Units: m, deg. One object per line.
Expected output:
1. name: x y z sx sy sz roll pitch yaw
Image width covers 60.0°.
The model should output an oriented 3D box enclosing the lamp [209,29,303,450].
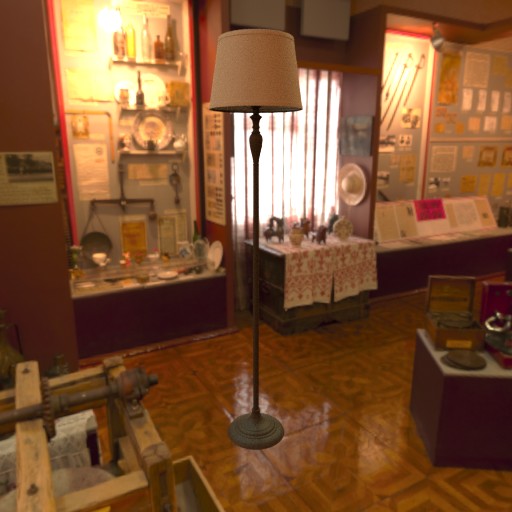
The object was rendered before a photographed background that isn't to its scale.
1. lamp: 0.000 0.000 1.671 0.327 1.506 0.327 -7 15 -26
